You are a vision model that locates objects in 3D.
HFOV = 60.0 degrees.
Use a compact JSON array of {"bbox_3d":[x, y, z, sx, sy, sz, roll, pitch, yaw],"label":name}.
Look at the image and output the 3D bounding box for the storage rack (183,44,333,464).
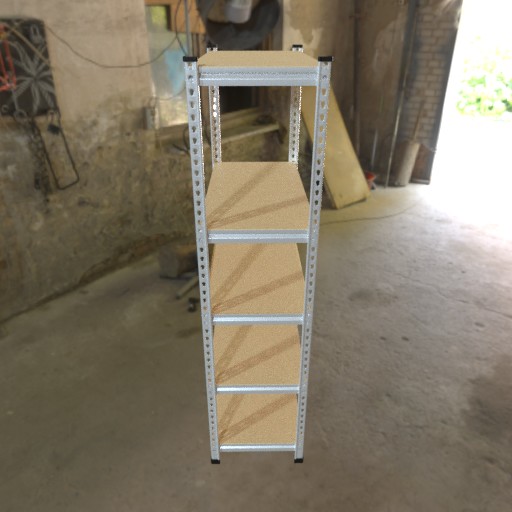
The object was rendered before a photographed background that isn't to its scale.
[{"bbox_3d":[0.000,0.000,2.161,0.457,1.829,0.914,0,28,-1],"label":"storage rack"}]
